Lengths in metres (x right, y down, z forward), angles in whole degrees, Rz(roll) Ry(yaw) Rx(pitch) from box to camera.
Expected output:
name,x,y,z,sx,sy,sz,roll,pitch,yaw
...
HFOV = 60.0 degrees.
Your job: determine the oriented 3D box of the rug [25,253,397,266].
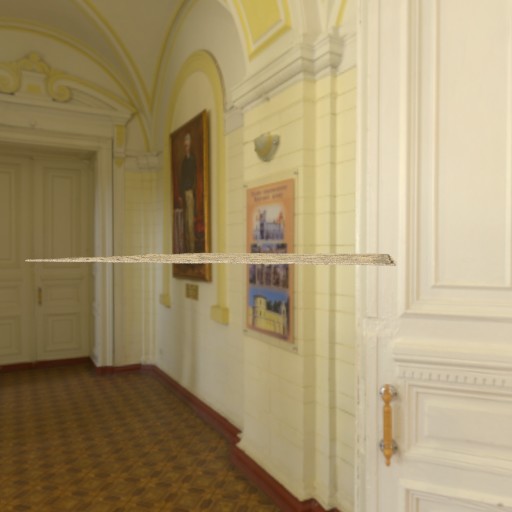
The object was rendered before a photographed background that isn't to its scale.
name,x,y,z,sx,sy,sz,roll,pitch,yaw
rug,0.000,0.000,3.341,1.964,0.025,2.455,0,1,16
